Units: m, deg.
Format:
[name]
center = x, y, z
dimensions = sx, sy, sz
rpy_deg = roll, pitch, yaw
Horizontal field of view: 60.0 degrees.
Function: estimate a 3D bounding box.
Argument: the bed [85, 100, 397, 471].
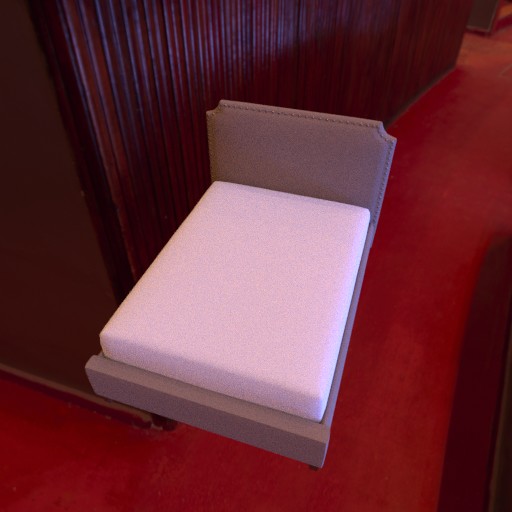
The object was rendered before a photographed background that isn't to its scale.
[bed]
center = 0.000, 0.000, 3.478
dimensions = 1.713, 1.443, 2.372
rpy_deg = 13, 43, 14
